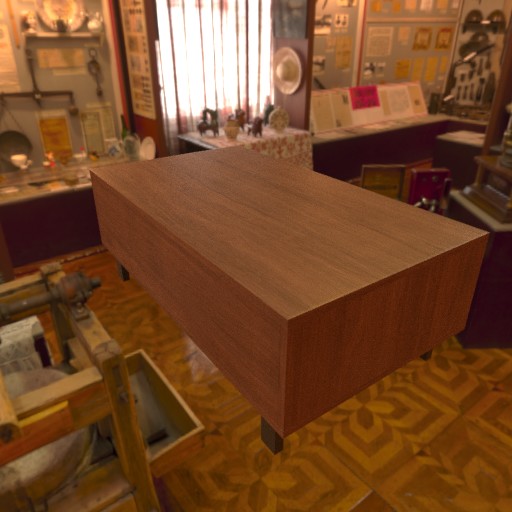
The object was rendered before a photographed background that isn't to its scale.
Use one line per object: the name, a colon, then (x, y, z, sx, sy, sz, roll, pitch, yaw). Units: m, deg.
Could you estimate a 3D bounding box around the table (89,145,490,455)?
table: (0.000, 0.000, 1.303, 0.600, 0.380, 1.020, -18, 32, -31)
